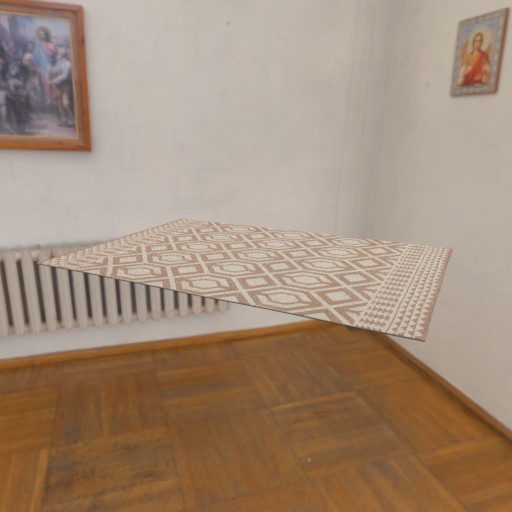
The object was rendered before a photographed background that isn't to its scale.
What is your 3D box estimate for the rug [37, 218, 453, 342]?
[{"bbox_3d":[0.000,0.000,2.329,1.829,0.008,1.219,8,18,26],"label":"rug"}]
